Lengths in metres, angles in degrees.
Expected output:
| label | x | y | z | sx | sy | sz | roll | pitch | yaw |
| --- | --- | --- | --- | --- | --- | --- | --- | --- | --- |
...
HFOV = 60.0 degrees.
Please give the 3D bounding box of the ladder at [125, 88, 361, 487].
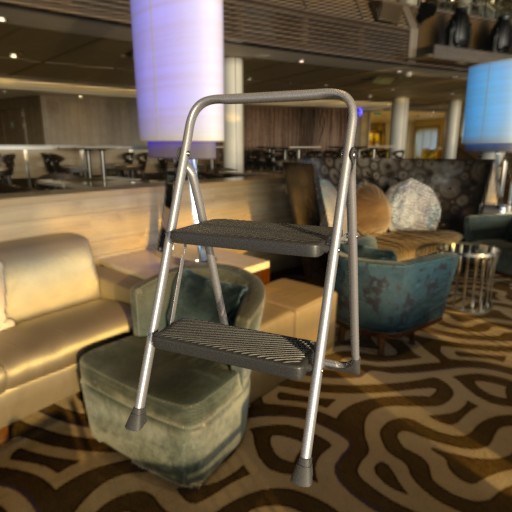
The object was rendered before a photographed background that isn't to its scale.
| label | x | y | z | sx | sy | sz | roll | pitch | yaw |
| --- | --- | --- | --- | --- | --- | --- | --- | --- | --- |
| ladder | 0.000 | 0.000 | 1.010 | 0.430 | 0.720 | 0.472 | 6 | 15 | 24 |
